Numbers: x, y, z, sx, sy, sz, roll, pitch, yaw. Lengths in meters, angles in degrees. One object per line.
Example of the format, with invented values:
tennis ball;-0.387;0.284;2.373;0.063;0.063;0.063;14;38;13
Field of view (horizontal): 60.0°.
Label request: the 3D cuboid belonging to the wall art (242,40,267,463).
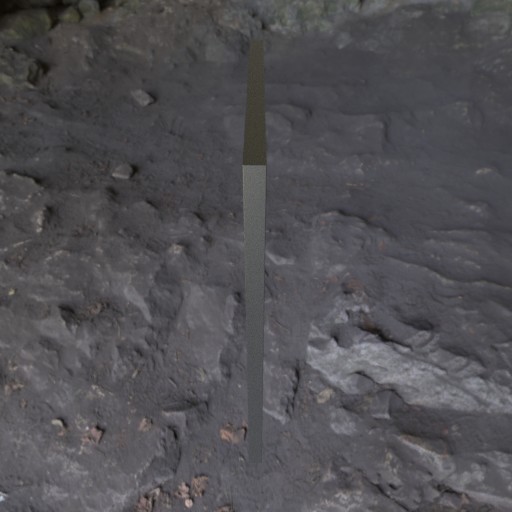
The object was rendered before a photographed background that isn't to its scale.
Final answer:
wall art;0.000;0.000;1.395;0.041;1.062;0.803;0;40;0
